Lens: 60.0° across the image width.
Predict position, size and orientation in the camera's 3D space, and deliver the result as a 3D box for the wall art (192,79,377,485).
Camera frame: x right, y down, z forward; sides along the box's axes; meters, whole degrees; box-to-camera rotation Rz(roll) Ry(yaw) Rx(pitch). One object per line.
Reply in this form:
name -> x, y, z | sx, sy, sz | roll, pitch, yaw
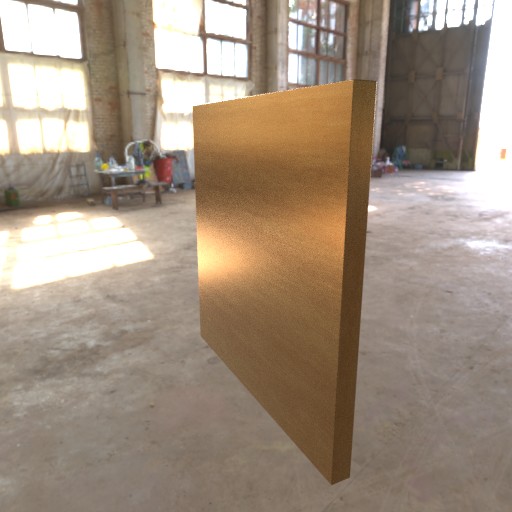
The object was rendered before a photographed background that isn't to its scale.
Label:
wall art -> 0.000, 0.000, 0.446 | 0.019, 0.302, 0.302 | -8, 17, -26
